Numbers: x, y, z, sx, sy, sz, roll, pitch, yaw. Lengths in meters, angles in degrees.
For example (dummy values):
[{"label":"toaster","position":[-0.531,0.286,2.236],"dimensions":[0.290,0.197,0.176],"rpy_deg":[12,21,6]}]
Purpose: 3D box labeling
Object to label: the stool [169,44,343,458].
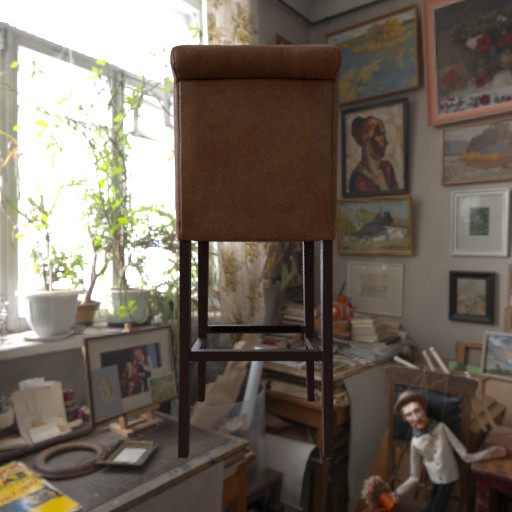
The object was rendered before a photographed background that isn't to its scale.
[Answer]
[{"label":"stool","position":[0.000,0.000,1.453],"dimensions":[0.493,1.140,0.601],"rpy_deg":[0,0,0]}]
